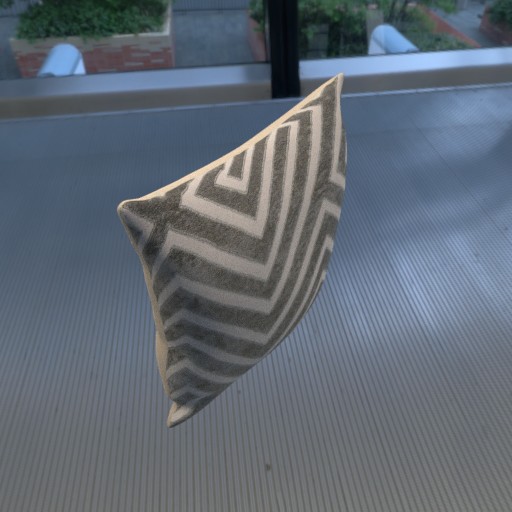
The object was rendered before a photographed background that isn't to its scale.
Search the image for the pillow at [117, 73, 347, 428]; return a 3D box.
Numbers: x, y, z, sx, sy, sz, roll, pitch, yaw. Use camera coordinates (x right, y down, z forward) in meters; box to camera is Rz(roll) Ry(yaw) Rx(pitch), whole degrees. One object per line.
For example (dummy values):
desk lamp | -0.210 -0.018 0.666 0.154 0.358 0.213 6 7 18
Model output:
pillow | 0.000 0.000 0.682 0.182 0.441 0.440 28 50 26
